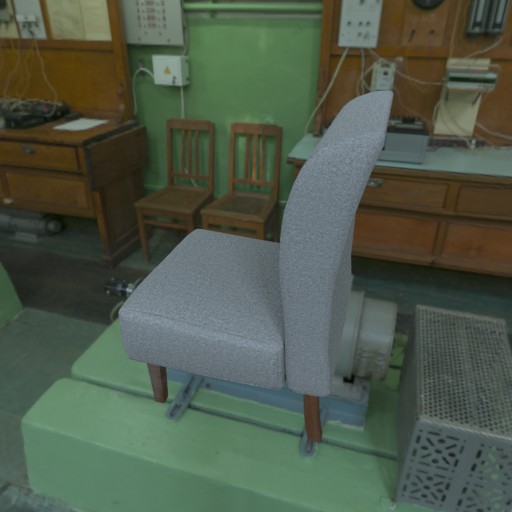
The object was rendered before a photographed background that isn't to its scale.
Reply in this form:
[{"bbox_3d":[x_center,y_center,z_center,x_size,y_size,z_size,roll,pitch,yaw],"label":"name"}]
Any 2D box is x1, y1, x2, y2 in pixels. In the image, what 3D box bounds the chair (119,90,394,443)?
[{"bbox_3d":[0.000,0.000,1.186,0.592,0.804,0.513,8,30,14],"label":"chair"}]
